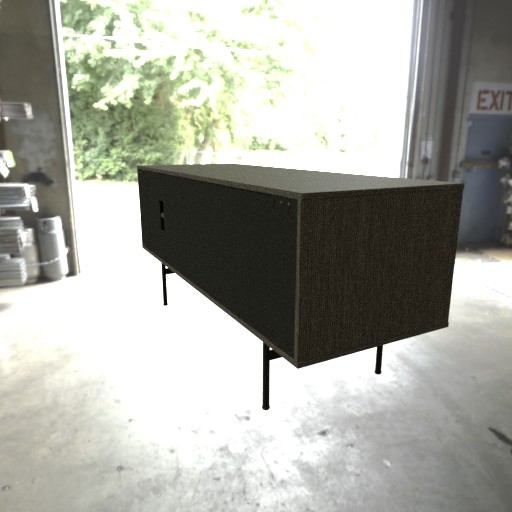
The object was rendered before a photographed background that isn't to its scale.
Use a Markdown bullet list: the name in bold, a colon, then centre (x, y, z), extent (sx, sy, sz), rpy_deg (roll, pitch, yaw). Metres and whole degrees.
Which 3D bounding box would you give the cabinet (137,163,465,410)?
- **cabinet**: centre (0.000, 0.000, 1.601), extent (0.500, 0.599, 1.300), rpy_deg (-8, 16, -27)
